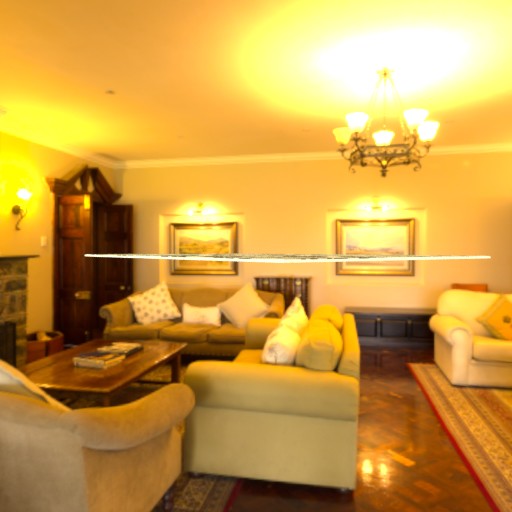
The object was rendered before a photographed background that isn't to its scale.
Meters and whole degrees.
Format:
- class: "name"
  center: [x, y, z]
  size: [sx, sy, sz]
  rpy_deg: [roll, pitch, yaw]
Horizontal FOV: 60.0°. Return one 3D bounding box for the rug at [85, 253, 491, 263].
- class: "rug"
  center: [0.000, 0.000, 2.882]
  size: [1.514, 0.014, 2.275]
  rpy_deg: [-1, 1, -37]
